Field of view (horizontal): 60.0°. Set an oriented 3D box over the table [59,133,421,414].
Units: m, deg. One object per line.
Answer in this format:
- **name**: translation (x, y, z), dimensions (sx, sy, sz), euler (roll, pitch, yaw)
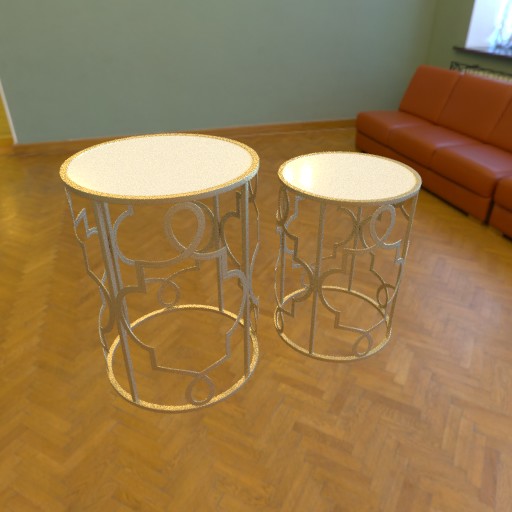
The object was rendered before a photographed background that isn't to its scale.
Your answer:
- **table**: translation (0.000, 0.000, 1.165), dimensions (0.846, 0.564, 0.420), euler (-9, 32, -15)
